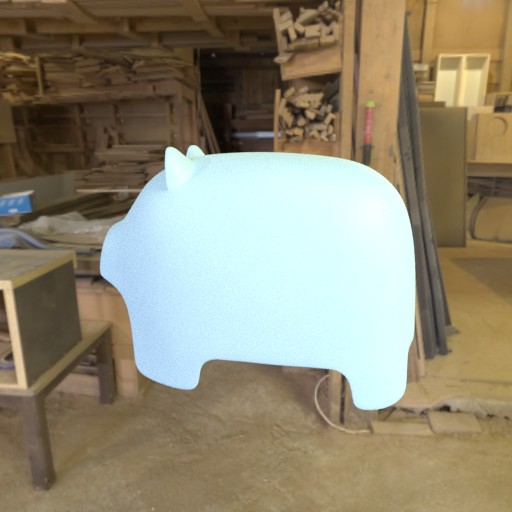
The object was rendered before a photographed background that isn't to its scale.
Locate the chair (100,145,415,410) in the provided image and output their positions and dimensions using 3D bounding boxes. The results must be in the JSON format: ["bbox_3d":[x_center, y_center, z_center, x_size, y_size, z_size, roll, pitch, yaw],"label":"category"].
[{"bbox_3d":[0.000,0.000,0.881,0.619,0.423,0.364,2,15,9],"label":"chair"}]
